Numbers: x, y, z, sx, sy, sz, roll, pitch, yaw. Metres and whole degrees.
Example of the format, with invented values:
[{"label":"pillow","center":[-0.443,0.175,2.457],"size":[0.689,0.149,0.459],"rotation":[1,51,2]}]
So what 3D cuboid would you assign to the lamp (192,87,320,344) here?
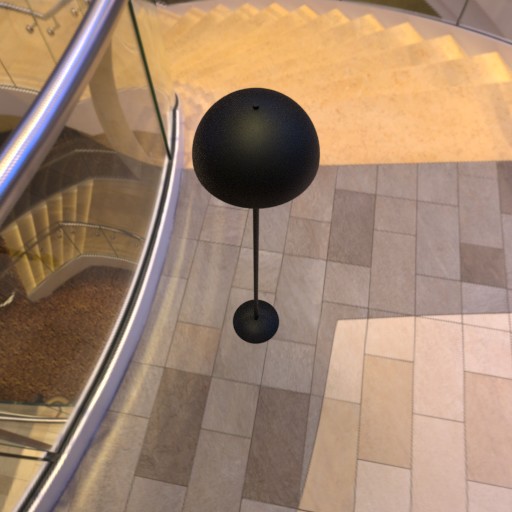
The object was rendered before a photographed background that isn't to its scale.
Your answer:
[{"label":"lamp","center":[0.000,0.000,1.648],"size":[0.328,1.480,0.328],"rotation":[-33,67,-16]}]
